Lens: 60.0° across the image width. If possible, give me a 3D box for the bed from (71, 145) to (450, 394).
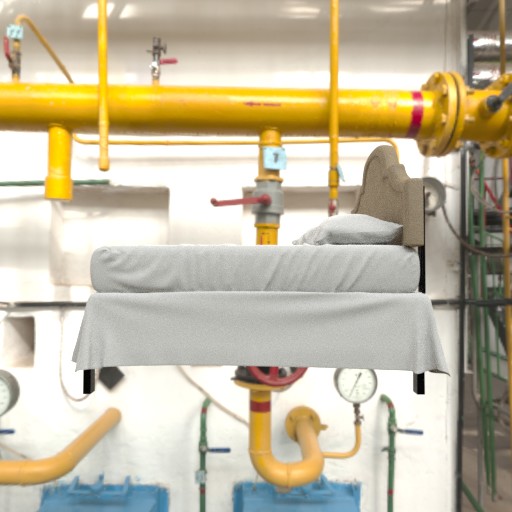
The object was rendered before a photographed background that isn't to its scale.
[{"bbox_3d":[0.000,0.000,3.347,2.222,1.634,1.780,0,-1,0],"label":"bed"}]
